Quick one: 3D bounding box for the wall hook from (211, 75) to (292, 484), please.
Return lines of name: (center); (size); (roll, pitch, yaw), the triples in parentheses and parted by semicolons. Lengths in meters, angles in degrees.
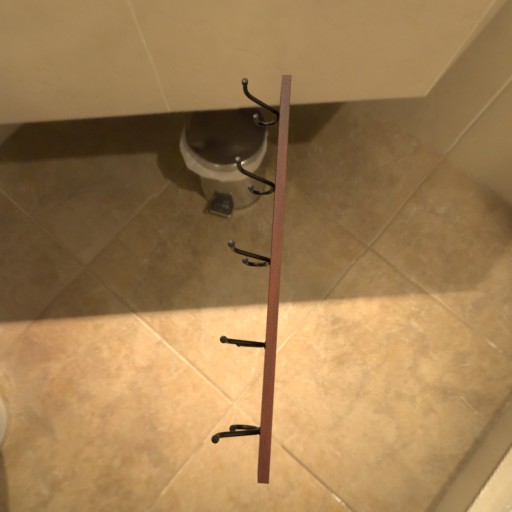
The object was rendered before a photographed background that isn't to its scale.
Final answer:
wall hook: (0.000, 0.000, 0.611); (0.071, 0.117, 0.571); (4, 77, 1)
